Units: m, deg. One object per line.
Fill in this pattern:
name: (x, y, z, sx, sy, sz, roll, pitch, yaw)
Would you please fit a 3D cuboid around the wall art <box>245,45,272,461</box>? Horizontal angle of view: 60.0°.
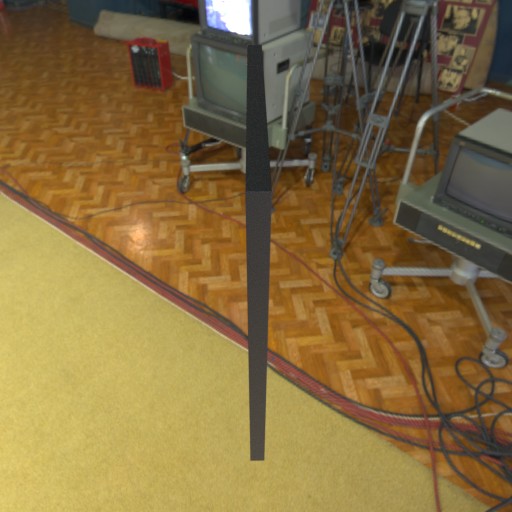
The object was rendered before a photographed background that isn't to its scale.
wall art: (0.000, 0.000, 0.547, 0.018, 0.397, 0.325, 0, 41, 0)
